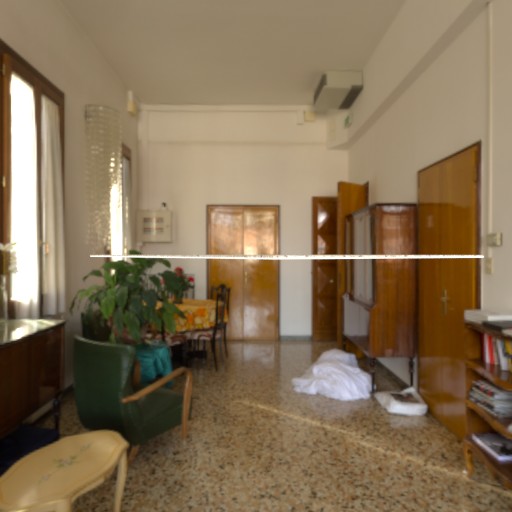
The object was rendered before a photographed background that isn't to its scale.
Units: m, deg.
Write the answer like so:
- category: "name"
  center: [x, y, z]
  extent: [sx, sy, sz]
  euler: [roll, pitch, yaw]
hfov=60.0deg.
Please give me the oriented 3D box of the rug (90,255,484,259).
- category: "rug"
  center: [0.000, 0.000, 2.972]
  extent: [1.521, 0.015, 2.280]
  euler: [0, 0, -36]
